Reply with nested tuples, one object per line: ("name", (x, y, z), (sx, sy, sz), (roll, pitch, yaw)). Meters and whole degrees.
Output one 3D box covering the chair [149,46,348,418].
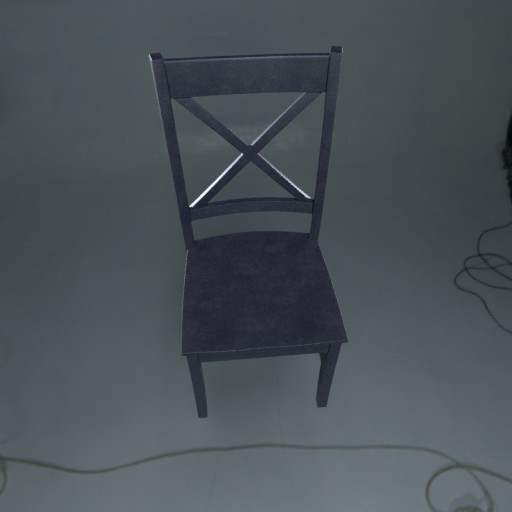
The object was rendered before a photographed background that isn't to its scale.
("chair", (0.000, 0.000, 1.301), (0.485, 0.983, 0.542), (-4, 47, -4))
